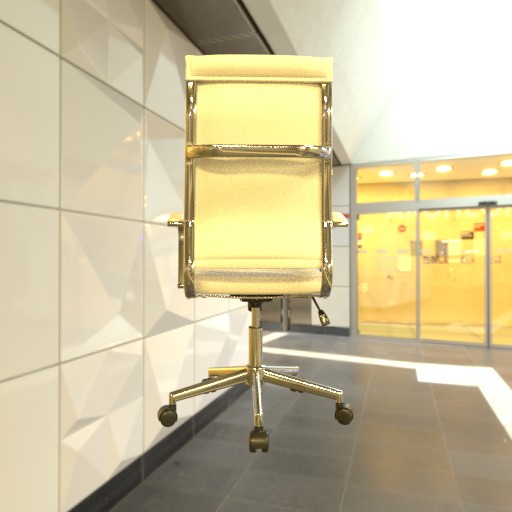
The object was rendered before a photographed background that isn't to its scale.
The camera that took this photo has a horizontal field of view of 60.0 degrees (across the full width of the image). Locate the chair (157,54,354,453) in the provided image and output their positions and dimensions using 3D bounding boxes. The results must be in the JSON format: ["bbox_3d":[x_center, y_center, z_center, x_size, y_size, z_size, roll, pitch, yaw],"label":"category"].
[{"bbox_3d":[0.000,0.000,1.577,0.679,1.149,0.679,0,0,-2],"label":"chair"}]
